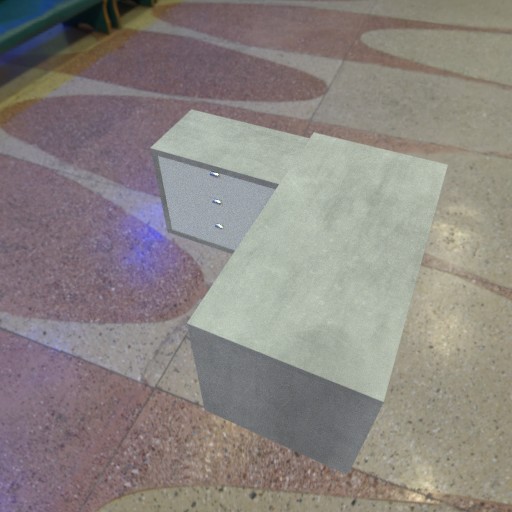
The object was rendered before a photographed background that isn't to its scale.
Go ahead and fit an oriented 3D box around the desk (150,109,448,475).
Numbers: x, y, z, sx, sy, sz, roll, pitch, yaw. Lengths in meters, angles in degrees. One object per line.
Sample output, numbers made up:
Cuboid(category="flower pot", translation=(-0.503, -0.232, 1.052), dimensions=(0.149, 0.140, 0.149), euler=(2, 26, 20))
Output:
Cuboid(category="desk", translation=(0.000, 0.000, 2.276), dimensions=(1.500, 0.740, 1.400), euler=(19, 50, 16))
